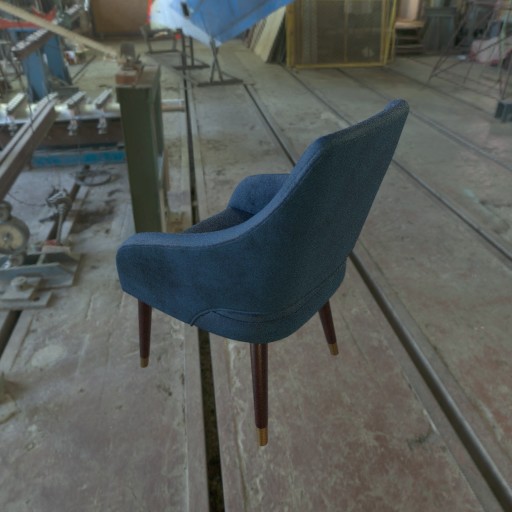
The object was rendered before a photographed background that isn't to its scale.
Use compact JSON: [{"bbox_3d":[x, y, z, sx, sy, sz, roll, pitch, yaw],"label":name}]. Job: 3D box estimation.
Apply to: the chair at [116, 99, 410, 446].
[{"bbox_3d":[0.000,0.000,1.537,0.794,1.081,0.683,21,38,30],"label":"chair"}]
